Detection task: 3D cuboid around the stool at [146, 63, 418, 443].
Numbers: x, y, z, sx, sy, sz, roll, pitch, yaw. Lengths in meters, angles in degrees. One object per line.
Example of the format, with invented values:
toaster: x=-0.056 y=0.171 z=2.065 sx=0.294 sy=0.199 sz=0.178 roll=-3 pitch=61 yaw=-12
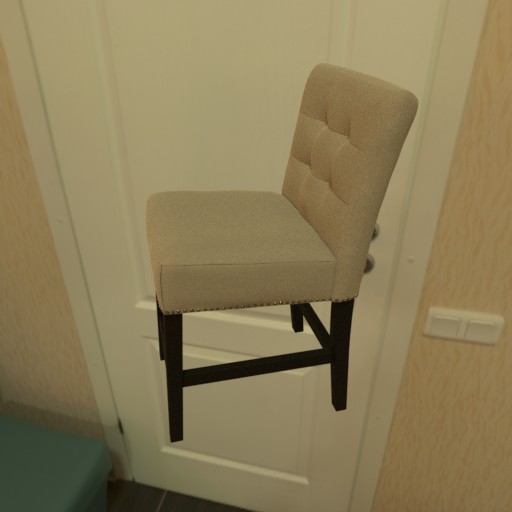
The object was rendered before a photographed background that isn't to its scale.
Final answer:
stool: x=0.000 y=0.000 z=1.173 sx=0.571 sy=0.885 sz=0.427 roll=-8 pitch=32 yaw=-13
